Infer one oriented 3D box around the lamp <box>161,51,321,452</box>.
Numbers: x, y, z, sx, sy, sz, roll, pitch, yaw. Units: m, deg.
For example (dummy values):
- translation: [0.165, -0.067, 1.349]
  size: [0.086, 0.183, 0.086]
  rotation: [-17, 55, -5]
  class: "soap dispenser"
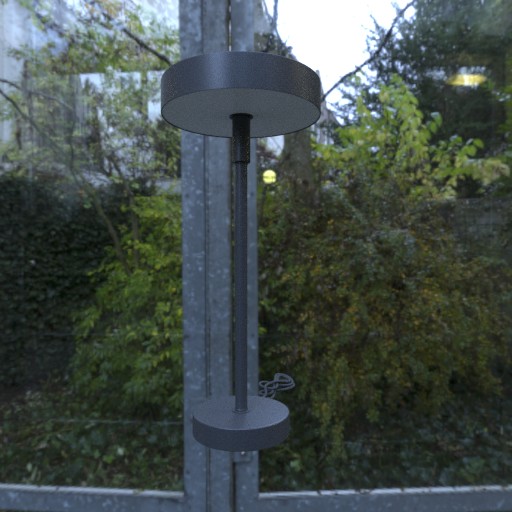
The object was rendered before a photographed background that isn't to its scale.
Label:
- translation: [0.000, 0.000, 0.711]
  size: [0.229, 0.508, 0.369]
  rotation: [0, 0, 18]
  class: "lamp"
